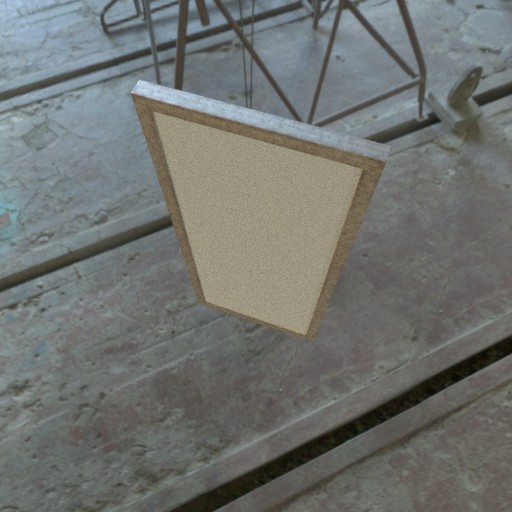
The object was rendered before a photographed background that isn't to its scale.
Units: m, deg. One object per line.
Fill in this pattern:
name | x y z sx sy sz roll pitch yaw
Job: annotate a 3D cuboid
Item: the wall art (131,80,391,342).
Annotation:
wall art | 0.000 0.000 1.719 0.648 1.461 0.051 18 64 9
